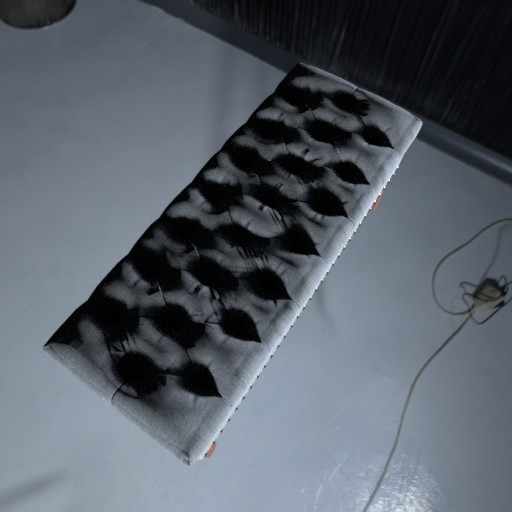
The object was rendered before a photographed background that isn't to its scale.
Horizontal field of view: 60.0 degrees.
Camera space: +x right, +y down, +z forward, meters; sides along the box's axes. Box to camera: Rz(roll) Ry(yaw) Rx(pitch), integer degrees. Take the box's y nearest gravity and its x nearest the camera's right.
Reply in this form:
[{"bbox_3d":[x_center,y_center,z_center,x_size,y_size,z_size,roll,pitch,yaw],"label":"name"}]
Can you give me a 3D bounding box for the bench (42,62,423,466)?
[{"bbox_3d":[0.000,0.000,1.271,0.417,0.470,1.052,32,69,14],"label":"bench"}]
